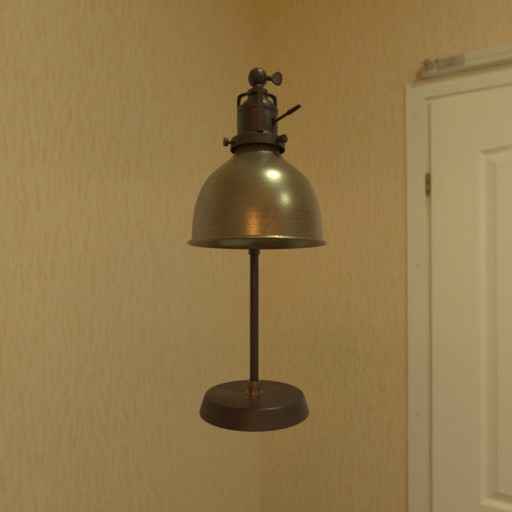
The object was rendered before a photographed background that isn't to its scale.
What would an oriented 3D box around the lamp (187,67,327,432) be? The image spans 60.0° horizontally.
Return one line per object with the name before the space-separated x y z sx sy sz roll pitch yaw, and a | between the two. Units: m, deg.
lamp | 0.000 0.000 0.608 0.175 0.469 0.298 0 -1 1
